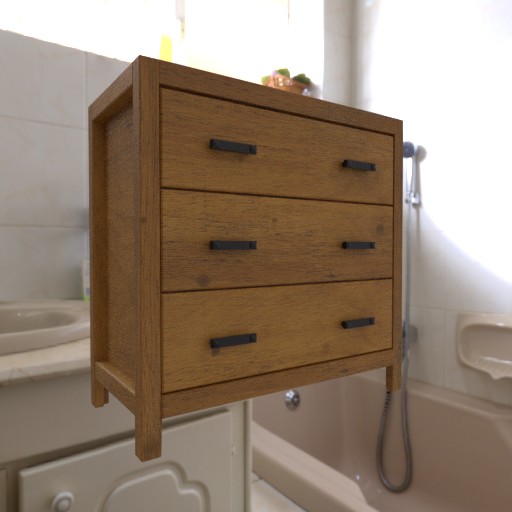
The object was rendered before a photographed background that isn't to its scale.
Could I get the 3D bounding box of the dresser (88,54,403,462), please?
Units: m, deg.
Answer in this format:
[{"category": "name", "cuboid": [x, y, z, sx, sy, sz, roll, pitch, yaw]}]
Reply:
[{"category": "dresser", "cuboid": [0.000, 0.000, 1.251, 0.804, 0.804, 0.427, -1, 2, -34]}]
